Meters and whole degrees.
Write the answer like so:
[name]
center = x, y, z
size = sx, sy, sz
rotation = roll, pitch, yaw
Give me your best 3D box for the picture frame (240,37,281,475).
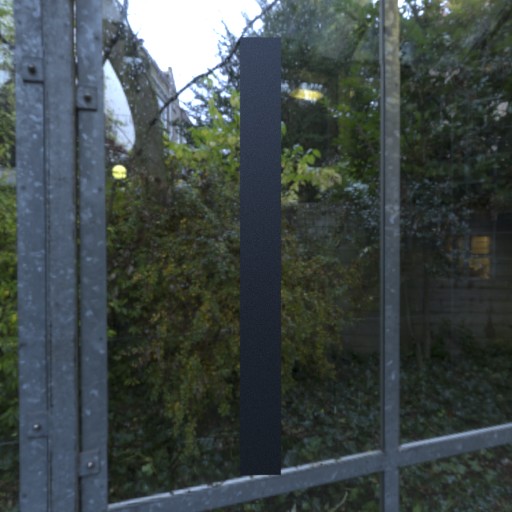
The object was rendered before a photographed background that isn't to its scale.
[picture frame]
center = 0.000, 0.000, 0.479
size = 0.030, 0.317, 0.317
rotation = 0, 0, -1
